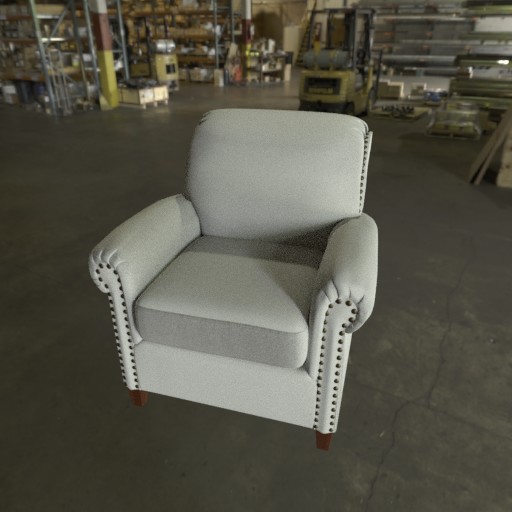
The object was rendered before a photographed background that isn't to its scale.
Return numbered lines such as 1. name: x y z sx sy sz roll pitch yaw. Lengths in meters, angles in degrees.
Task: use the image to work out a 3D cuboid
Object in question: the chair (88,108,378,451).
1. chair: 0.000 0.000 1.615 0.854 0.927 0.890 8 28 14
